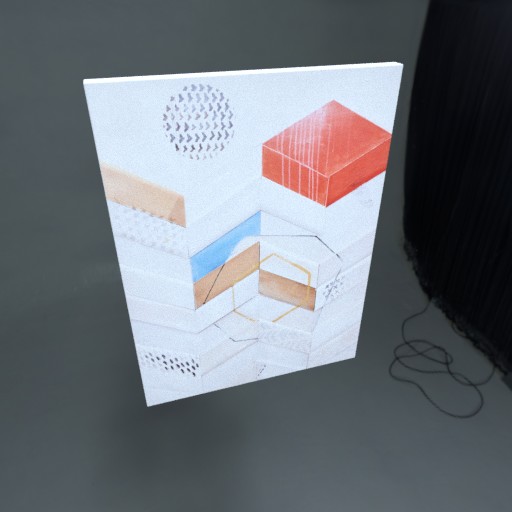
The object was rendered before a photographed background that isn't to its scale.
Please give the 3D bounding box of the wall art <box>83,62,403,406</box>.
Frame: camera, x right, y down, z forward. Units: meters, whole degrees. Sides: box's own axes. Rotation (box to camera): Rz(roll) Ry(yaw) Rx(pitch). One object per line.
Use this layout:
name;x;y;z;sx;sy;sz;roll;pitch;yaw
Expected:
wall art;0.000;0.000;1.563;0.914;1.221;0.046;-9;34;-14
